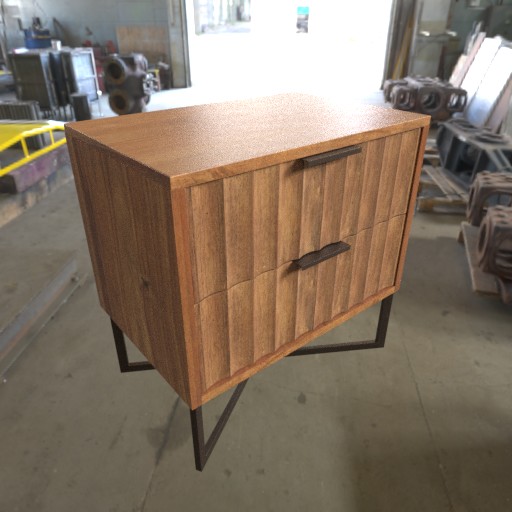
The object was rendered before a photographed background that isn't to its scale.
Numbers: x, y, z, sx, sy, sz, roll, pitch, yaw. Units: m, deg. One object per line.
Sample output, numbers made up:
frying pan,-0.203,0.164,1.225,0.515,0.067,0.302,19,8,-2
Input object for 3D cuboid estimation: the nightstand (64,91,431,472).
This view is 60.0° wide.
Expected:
nightstand,0.000,0.000,1.028,0.613,0.615,0.427,-22,35,-34
